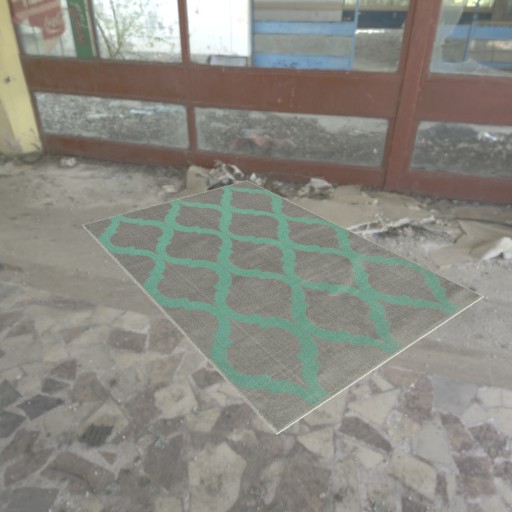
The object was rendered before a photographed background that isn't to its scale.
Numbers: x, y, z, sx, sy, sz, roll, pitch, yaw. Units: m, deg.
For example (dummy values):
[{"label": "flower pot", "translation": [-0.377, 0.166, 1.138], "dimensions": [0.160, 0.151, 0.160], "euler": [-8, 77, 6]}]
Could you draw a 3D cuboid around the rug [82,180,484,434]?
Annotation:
[{"label": "rug", "translation": [0.000, 0.000, 2.912], "dimensions": [1.524, 0.006, 2.286], "euler": [-21, 37, -31]}]
